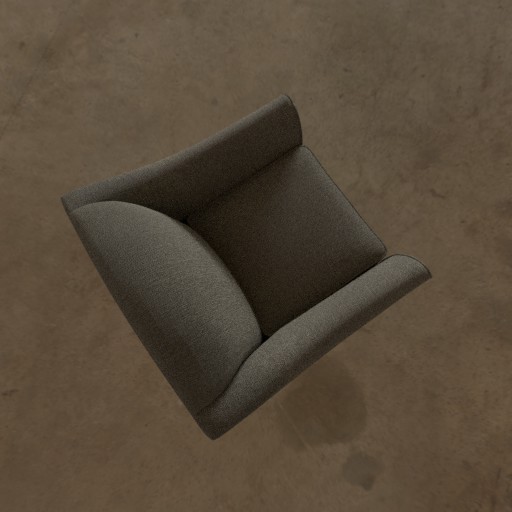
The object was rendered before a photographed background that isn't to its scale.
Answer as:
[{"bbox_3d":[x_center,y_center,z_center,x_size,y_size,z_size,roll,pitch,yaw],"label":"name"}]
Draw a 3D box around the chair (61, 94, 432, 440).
[{"bbox_3d":[0.000,0.000,1.458,0.787,0.839,0.763,-34,78,-8],"label":"chair"}]
